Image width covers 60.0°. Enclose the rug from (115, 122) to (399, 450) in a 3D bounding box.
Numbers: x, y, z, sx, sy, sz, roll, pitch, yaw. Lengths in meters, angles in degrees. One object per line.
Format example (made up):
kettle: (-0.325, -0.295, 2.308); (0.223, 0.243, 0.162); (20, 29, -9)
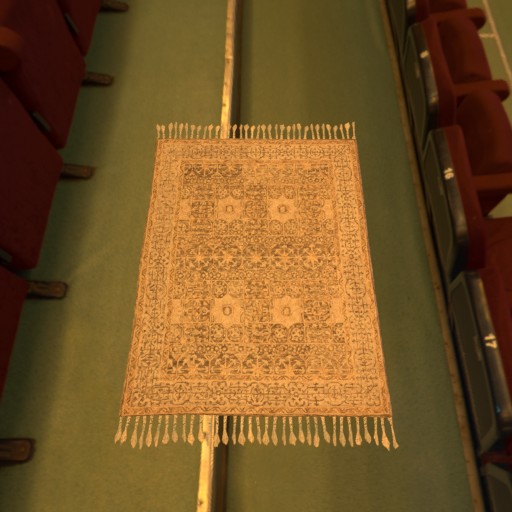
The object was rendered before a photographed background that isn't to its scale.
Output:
rug: (0.000, 0.000, 3.055); (1.619, 0.023, 2.465); (0, 63, 0)
